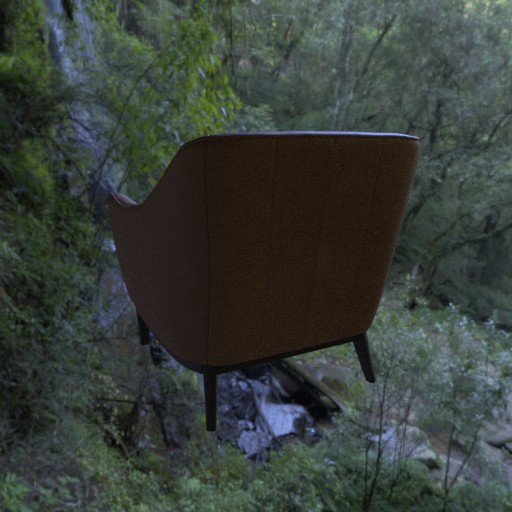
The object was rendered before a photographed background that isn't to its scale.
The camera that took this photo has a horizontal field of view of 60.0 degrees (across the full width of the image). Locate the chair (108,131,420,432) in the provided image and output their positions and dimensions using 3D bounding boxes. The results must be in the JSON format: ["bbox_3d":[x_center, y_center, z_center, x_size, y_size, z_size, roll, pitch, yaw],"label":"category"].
[{"bbox_3d":[0.000,0.000,1.560,0.871,0.830,0.852,-7,16,-26],"label":"chair"}]
